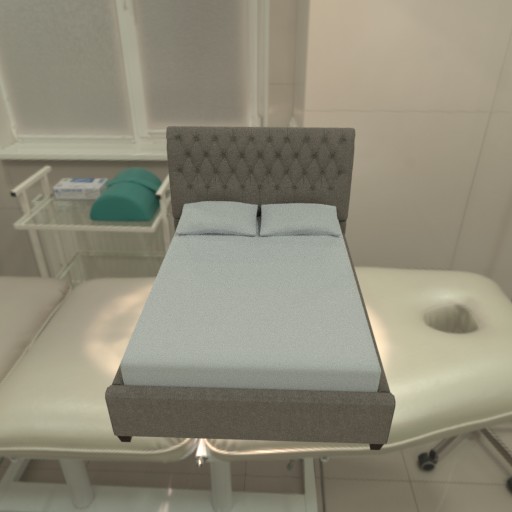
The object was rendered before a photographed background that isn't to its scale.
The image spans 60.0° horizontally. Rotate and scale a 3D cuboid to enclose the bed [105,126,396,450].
[{"bbox_3d":[0.000,0.000,3.296,1.645,1.371,2.252,1,30,2],"label":"bed"}]
